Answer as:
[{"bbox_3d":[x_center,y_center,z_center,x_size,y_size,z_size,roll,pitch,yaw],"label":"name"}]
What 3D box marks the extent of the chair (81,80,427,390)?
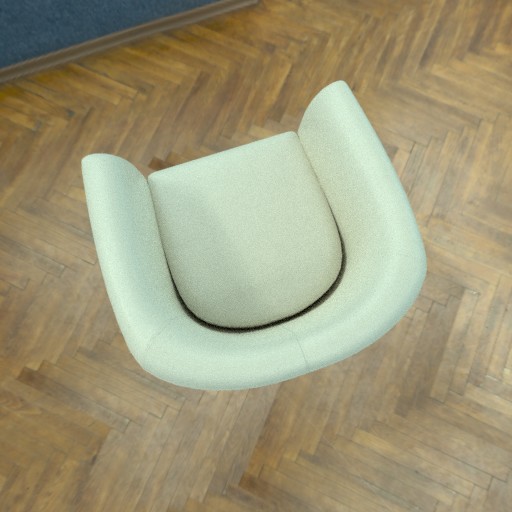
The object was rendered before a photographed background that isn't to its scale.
[{"bbox_3d":[0.000,0.000,1.382,0.792,0.756,0.727,-18,77,-4],"label":"chair"}]
